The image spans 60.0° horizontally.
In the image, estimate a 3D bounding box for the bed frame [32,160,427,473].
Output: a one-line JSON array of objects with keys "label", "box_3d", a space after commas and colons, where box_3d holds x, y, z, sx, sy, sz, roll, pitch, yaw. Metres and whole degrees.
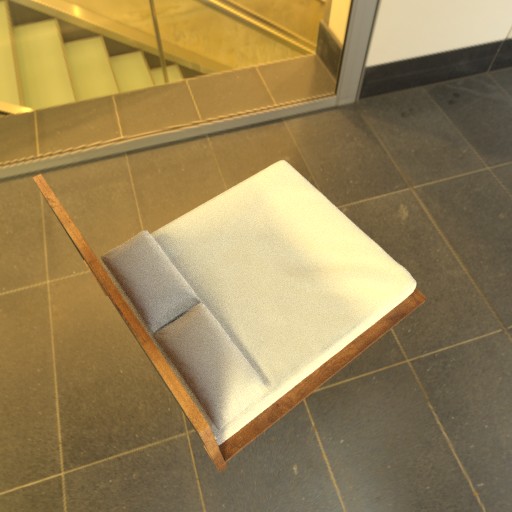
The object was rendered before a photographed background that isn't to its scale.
[{"label": "bed frame", "box_3d": [0.000, 0.000, 3.553, 2.235, 1.537, 2.038, -33, 63, -19]}]
